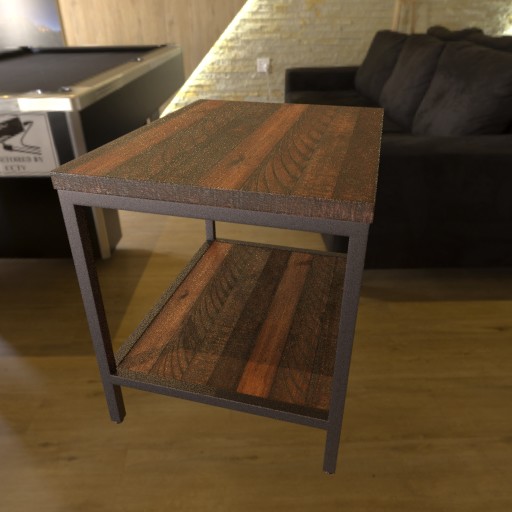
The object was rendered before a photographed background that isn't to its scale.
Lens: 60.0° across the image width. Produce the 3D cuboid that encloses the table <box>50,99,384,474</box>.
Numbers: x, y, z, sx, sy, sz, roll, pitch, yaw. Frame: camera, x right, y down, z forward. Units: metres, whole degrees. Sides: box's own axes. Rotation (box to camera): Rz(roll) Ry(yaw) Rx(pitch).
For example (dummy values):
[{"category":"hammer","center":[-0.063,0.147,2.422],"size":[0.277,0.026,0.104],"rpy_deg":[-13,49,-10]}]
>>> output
[{"category":"table","center":[0.000,0.000,1.107],"size":[0.524,0.612,0.678],"rpy_deg":[8,30,13]}]
